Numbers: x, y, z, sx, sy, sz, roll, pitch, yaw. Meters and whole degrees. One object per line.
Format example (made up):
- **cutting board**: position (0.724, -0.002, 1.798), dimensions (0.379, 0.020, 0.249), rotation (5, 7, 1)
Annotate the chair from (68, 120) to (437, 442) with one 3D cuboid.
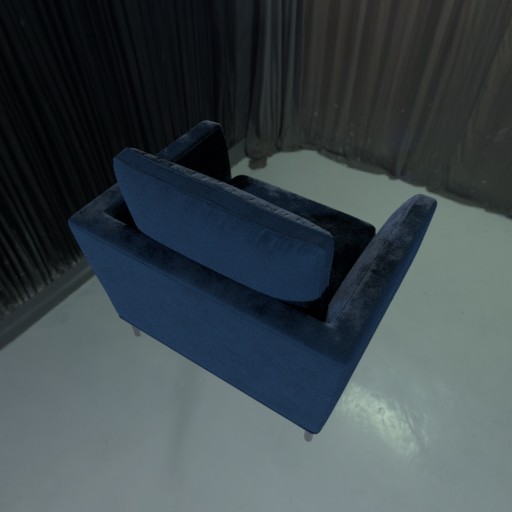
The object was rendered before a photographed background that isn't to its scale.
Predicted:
- **chair**: position (0.000, 0.000, 1.594), dimensions (0.977, 0.893, 0.746), rotation (25, 52, 22)
